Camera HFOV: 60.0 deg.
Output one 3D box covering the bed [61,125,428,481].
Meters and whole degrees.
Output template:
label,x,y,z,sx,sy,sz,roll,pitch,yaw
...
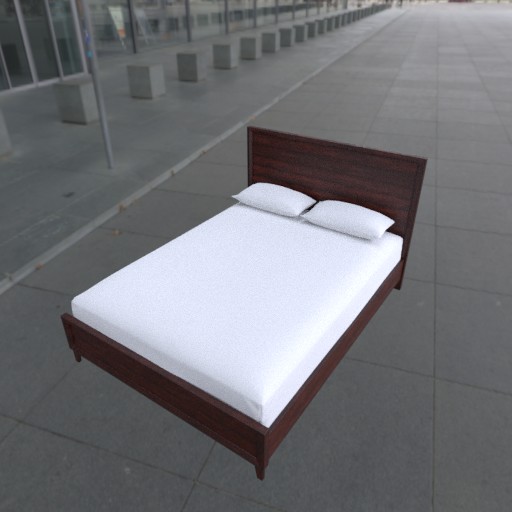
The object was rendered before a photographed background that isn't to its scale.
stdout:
label,x,y,z,sx,sy,sz,roll,pitch,yaw
bed,0.000,0.000,4.063,2.040,1.492,2.803,19,36,29
